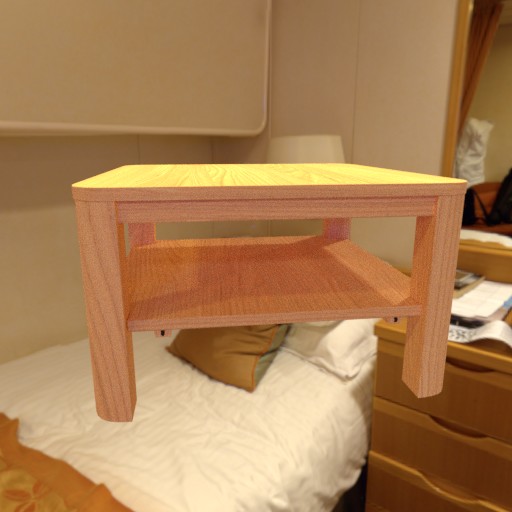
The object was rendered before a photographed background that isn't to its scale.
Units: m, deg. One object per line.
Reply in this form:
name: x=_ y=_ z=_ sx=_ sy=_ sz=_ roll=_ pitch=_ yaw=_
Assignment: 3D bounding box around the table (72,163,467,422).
table: x=0.000 y=0.000 z=1.196 sx=0.750 sy=0.450 sz=0.750 roll=-2 pitch=15 yaw=-8
